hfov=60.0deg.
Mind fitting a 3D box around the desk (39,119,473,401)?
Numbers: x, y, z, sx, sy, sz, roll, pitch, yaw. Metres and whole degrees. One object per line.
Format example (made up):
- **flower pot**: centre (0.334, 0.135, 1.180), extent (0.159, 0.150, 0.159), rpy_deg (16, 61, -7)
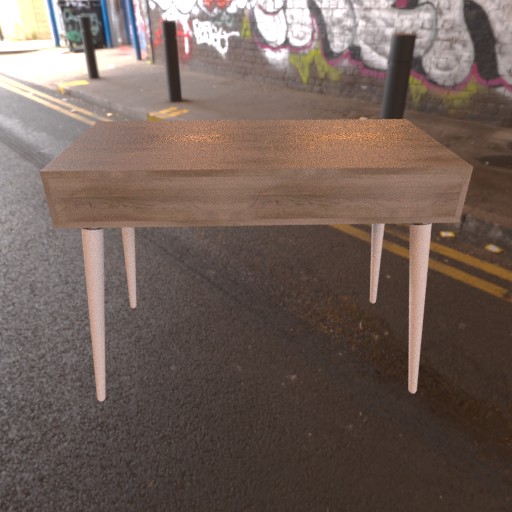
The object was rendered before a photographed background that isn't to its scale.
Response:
- **desk**: centre (0.000, 0.000, 1.382), extent (0.979, 0.723, 0.491), rpy_deg (-1, 30, -2)
